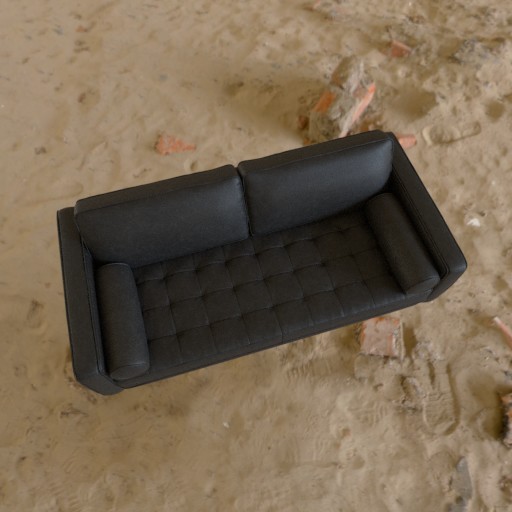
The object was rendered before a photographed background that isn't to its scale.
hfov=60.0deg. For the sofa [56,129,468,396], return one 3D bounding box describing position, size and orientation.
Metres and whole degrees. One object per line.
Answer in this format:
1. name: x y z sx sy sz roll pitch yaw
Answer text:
1. sofa: 0.000 0.000 2.329 1.879 0.770 0.921 -15 64 -7
